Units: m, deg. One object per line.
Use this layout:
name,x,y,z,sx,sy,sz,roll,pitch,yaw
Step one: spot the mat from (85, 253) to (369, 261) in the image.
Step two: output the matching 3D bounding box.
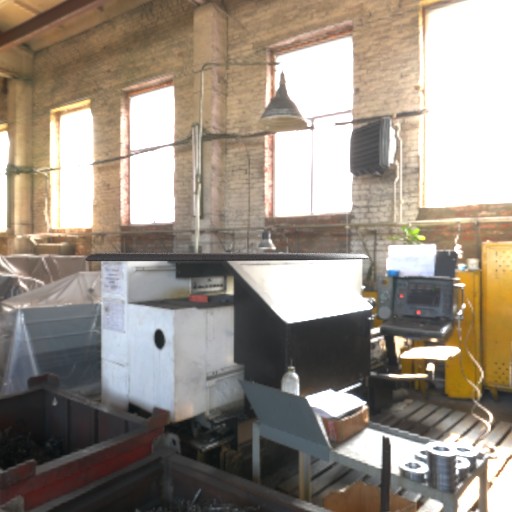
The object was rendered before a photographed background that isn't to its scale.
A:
mat,0.000,0.000,1.895,0.917,0.022,1.525,0,0,0
